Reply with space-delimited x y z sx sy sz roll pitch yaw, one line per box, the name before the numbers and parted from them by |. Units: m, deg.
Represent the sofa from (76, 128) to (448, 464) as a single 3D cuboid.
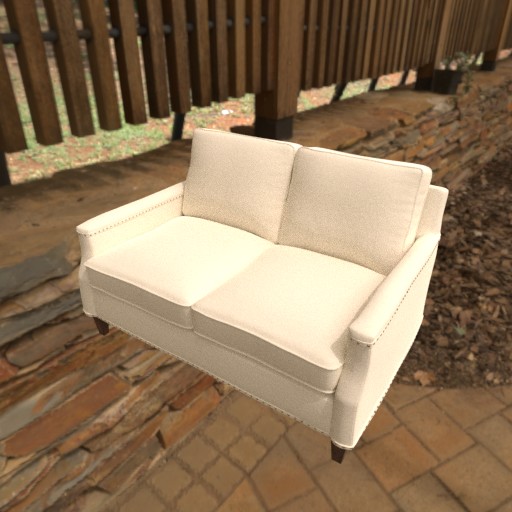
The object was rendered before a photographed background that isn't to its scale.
sofa | 0.000 0.000 2.260 1.597 1.003 1.084 18 34 29
